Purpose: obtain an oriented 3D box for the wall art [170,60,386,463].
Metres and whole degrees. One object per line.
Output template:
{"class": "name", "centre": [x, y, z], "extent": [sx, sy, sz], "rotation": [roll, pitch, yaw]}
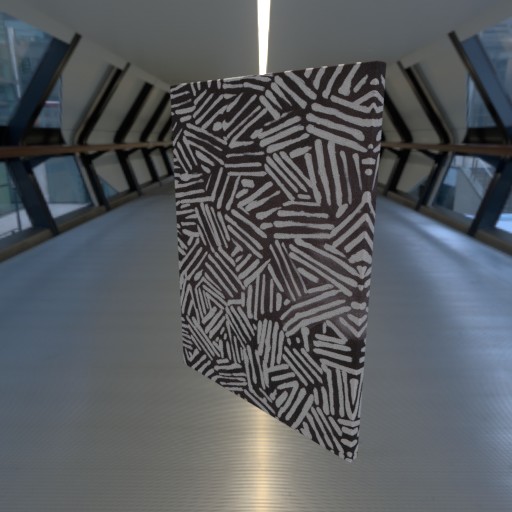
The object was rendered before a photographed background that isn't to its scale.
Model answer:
{"class": "wall art", "centre": [0.000, 0.000, 1.343], "extent": [0.038, 1.017, 0.765], "rotation": [-15, 22, -43]}
